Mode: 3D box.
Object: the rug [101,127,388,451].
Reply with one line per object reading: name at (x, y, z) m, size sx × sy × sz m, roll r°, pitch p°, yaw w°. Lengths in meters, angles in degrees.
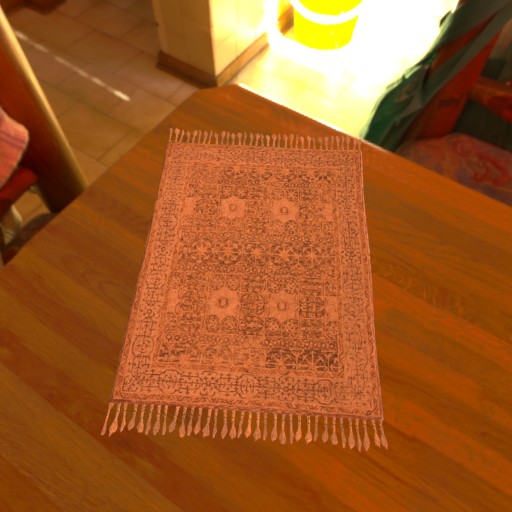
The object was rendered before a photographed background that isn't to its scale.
rug at (0.000, 0.000, 3.102) m, size 1.619 × 0.023 × 2.465 m, roll 3°, pitch 59°, yaw 2°
